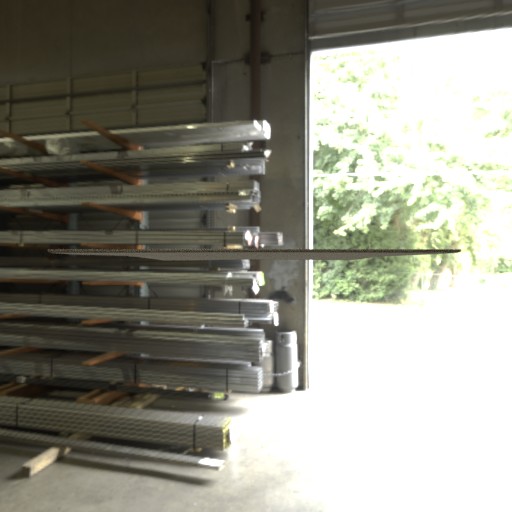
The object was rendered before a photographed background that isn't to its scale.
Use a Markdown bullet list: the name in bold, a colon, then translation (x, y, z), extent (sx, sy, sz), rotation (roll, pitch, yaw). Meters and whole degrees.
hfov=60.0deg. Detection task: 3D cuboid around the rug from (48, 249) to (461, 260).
- **rug**: translation (0.000, 0.000, 4.739), extent (2.757, 0.051, 3.626), rotation (0, -1, 1)
